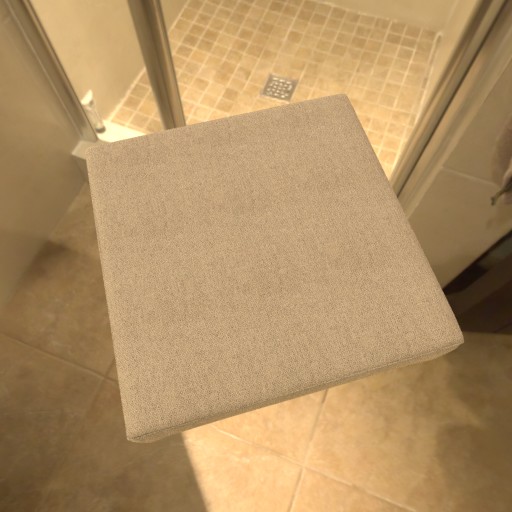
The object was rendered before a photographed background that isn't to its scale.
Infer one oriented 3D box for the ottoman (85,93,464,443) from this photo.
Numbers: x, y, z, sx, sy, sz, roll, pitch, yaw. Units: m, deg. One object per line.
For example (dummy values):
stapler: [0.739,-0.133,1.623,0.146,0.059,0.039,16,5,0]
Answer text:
ottoman: [0.000,0.000,1.525,0.973,0.381,0.982,-14,66,-6]
